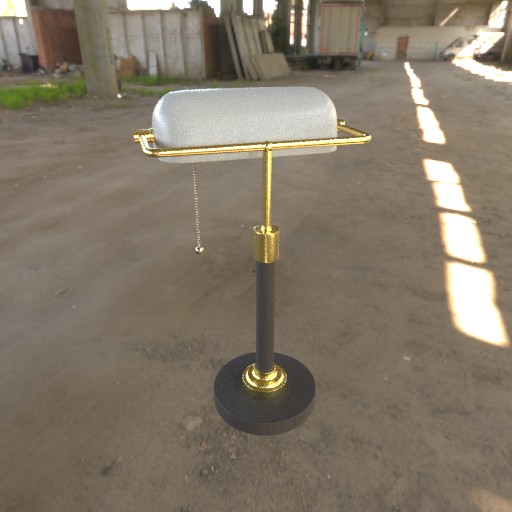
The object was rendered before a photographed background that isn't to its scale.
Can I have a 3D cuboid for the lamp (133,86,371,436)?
[{"bbox_3d":[0.000,0.000,0.578,0.269,0.404,0.227,-8,27,-15],"label":"lamp"}]
